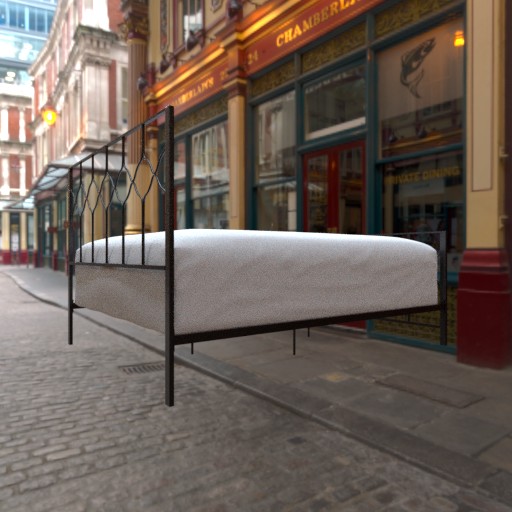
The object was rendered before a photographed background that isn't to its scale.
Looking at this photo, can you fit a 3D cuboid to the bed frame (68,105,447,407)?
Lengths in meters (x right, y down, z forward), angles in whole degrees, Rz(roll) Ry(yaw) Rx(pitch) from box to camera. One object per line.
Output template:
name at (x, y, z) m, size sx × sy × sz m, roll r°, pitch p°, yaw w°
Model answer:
bed frame at (0.000, 0.000, 3.048) m, size 2.063 × 1.222 × 1.597 m, roll 0°, pitch 0°, yaw -37°
